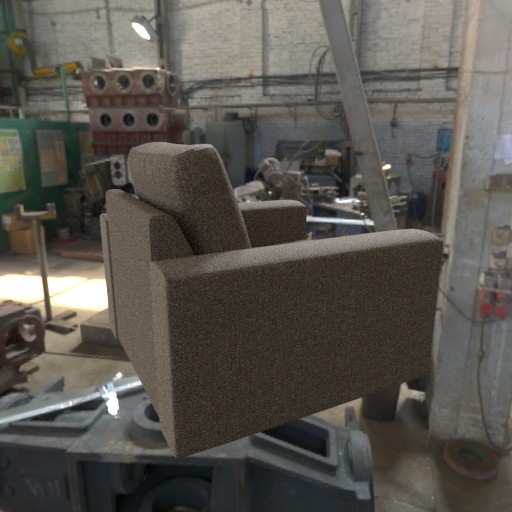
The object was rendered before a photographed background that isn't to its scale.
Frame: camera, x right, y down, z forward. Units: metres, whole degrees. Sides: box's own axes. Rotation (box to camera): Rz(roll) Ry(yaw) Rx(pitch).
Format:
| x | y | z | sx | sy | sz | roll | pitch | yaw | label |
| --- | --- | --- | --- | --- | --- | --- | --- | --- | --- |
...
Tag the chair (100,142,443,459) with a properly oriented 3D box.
| x | y | z | sx | sy | sz | roll | pitch | yaw | label |
| --- | --- | --- | --- | --- | --- | --- | --- | --- | --- |
| 0.000 | 0.000 | 1.756 | 1.016 | 0.873 | 1.005 | -8 | 17 | -27 | chair |
